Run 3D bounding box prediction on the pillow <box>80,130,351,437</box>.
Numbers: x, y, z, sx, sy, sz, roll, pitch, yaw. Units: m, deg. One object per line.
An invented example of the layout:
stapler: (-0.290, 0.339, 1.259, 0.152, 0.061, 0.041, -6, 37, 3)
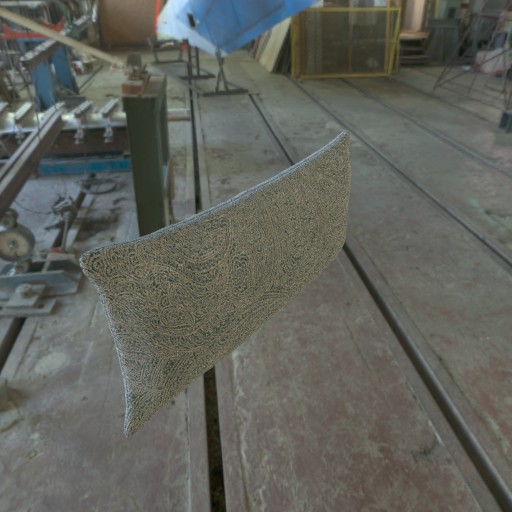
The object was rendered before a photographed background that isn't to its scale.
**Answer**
pillow: (0.000, 0.000, 0.746, 0.151, 0.295, 0.615, 21, 37, 31)
